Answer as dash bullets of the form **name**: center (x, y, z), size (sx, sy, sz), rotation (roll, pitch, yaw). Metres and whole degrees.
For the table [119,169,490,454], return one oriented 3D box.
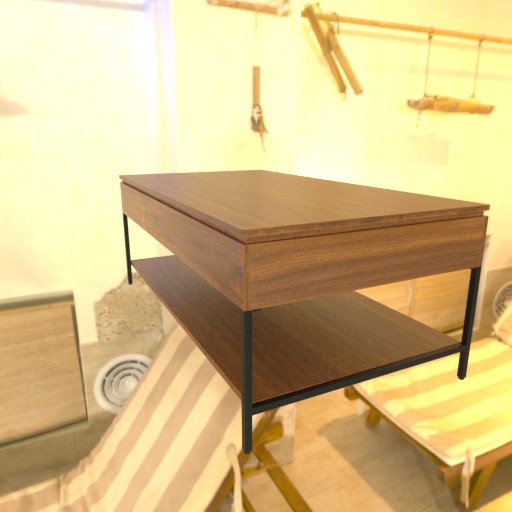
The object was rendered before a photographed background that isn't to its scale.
- **table**: center (0.000, 0.000, 1.319), size (0.574, 0.414, 1.057), rotation (-8, 17, -26)
